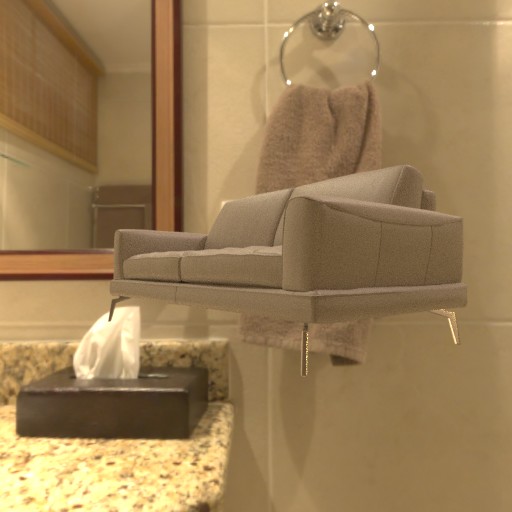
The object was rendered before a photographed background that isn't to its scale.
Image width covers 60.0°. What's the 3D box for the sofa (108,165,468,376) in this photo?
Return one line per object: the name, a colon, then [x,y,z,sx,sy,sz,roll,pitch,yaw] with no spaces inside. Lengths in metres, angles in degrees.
sofa: [0.000,0.000,2.730,1.121,0.930,2.177,1,-2,-37]
